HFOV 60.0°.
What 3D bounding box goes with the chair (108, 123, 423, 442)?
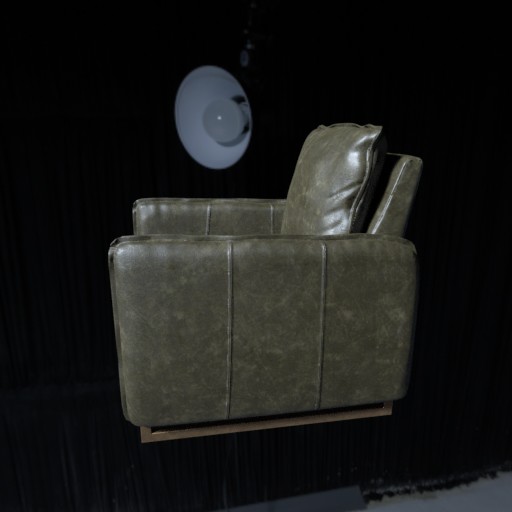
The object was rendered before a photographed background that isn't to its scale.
[{"bbox_3d":[0.000,0.000,1.600,0.921,0.921,0.830,-3,16,-10],"label":"chair"}]
